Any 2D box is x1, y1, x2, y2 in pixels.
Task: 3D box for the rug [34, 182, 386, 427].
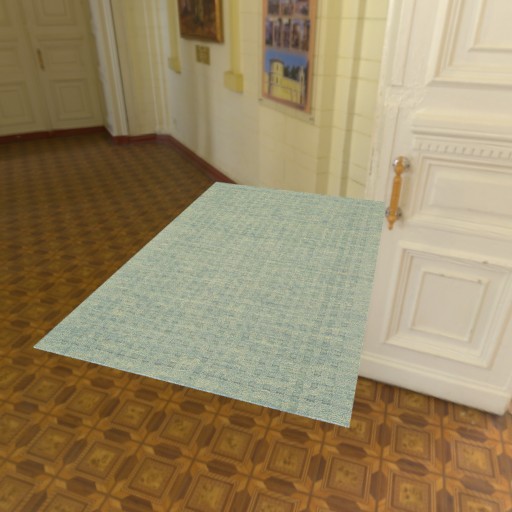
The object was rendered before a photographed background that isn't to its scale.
[{"bbox_3d":[0.000,0.000,2.187,1.142,0.006,1.752,9,31,15],"label":"rug"}]
